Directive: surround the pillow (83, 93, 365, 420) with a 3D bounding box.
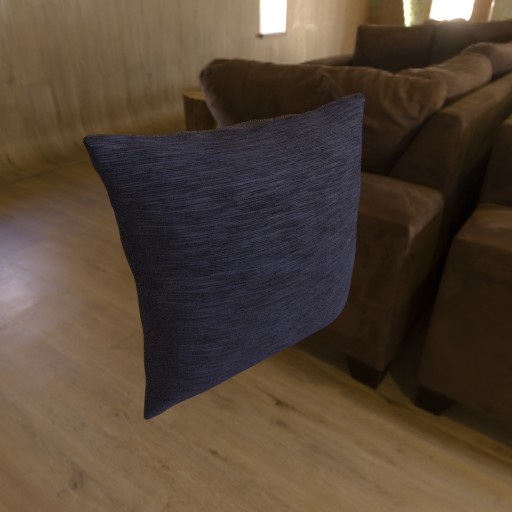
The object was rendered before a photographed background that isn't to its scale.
[{"bbox_3d":[0.000,0.000,0.686,0.452,0.439,0.204,-21,36,-32],"label":"pillow"}]
